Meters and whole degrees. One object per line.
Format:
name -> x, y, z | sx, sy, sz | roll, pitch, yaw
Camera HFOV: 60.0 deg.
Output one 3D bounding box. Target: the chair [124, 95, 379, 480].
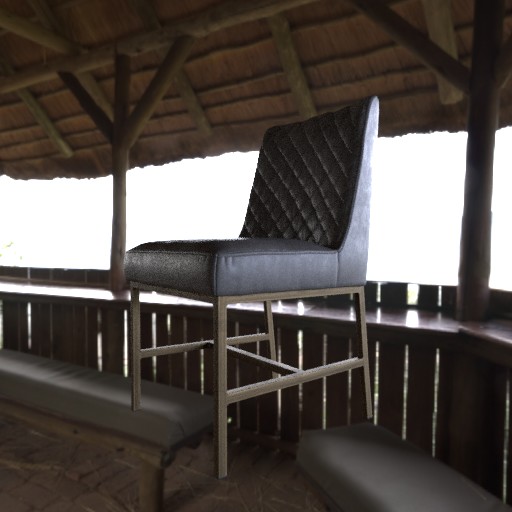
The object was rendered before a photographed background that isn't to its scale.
chair -> 0.000, 0.000, 1.238 | 0.587, 0.889, 0.508 | -1, 2, -37
